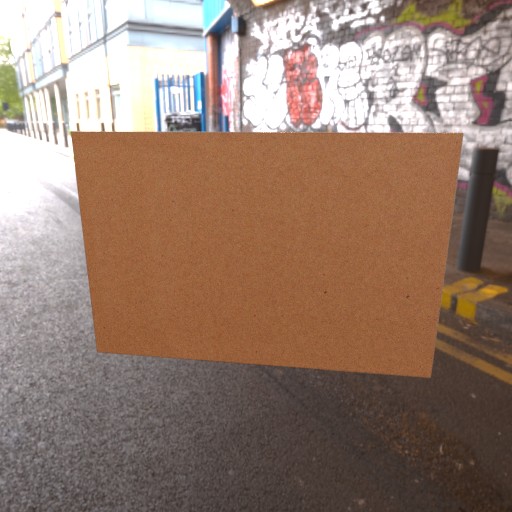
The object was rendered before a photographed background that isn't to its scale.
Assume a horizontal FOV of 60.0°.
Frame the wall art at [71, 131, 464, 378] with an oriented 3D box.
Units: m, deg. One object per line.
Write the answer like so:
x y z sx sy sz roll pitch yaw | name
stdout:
0.000 0.000 0.759 0.615 0.410 0.021 2 17 8 | wall art
